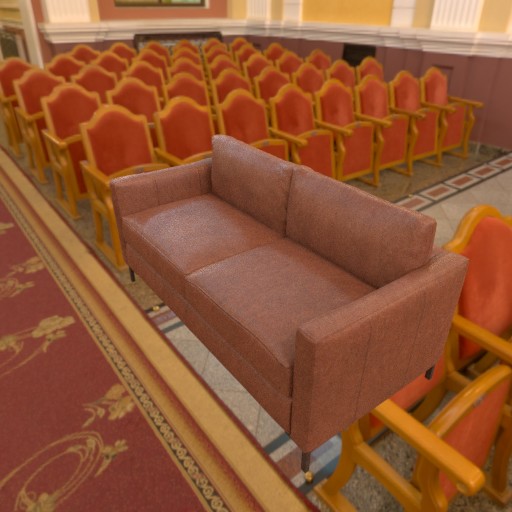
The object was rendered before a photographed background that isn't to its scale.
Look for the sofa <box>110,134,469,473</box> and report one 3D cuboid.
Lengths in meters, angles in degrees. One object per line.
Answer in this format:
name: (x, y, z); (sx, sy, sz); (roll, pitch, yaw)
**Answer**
sofa: (0.000, 0.000, 2.299); (0.899, 0.883, 1.797); (-21, 36, -31)
